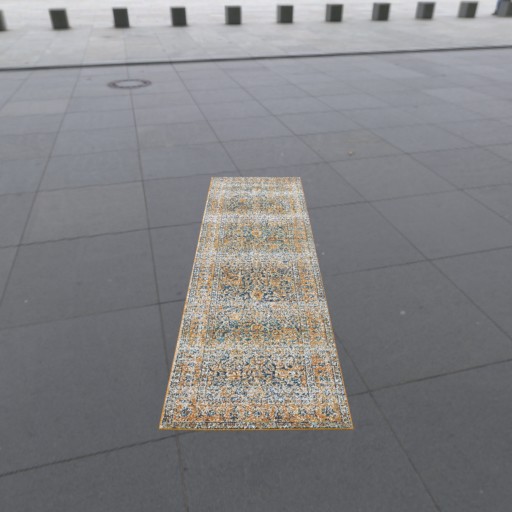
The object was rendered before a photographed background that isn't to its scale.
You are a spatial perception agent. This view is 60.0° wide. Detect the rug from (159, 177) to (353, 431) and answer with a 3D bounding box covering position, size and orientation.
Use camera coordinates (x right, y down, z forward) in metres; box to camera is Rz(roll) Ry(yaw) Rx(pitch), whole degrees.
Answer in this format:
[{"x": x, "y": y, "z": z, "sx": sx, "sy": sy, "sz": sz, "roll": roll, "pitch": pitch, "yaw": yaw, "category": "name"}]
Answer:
[{"x": 0.000, "y": 0.000, "z": 2.557, "sx": 0.704, "sy": 0.014, "sz": 2.294, "roll": 0, "pitch": 33, "yaw": 0, "category": "rug"}]
